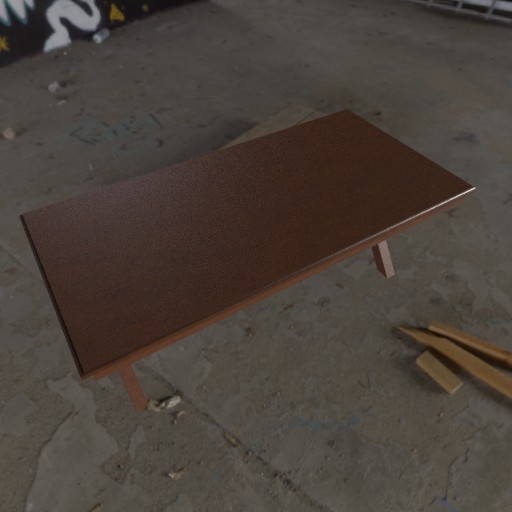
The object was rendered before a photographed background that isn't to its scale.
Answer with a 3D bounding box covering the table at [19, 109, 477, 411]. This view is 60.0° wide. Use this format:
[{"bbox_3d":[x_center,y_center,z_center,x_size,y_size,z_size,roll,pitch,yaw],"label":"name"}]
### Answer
[{"bbox_3d":[0.000,0.000,1.446,1.197,0.459,0.594,-24,50,-22],"label":"table"}]
